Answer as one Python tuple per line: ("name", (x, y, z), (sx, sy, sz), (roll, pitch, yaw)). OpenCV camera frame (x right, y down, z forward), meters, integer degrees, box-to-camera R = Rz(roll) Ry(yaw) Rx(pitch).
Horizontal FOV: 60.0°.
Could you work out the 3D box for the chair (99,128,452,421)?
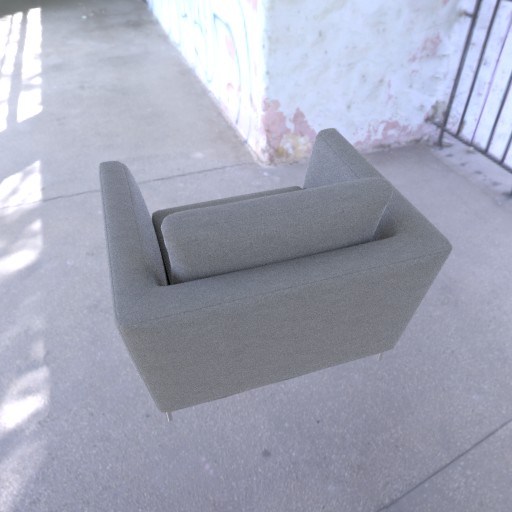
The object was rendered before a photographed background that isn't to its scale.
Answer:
("chair", (0.000, 0.000, 1.718), (1.041, 0.864, 0.889), (-12, 43, -13))
